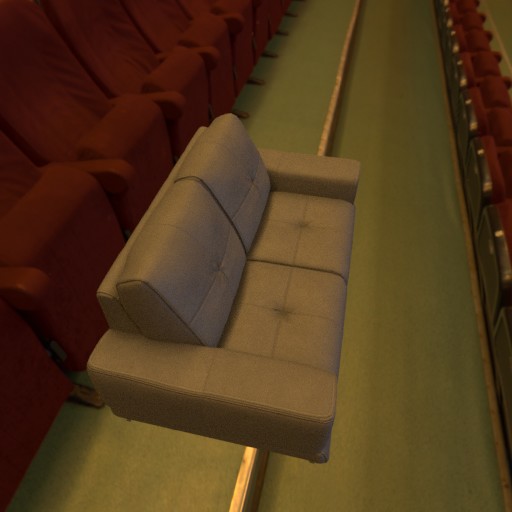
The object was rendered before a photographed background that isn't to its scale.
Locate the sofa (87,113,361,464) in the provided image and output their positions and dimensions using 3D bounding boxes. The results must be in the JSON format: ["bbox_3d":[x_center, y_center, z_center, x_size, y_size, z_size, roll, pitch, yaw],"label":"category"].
[{"bbox_3d":[0.000,0.000,2.349,1.018,0.907,1.806,9,46,9],"label":"sofa"}]
